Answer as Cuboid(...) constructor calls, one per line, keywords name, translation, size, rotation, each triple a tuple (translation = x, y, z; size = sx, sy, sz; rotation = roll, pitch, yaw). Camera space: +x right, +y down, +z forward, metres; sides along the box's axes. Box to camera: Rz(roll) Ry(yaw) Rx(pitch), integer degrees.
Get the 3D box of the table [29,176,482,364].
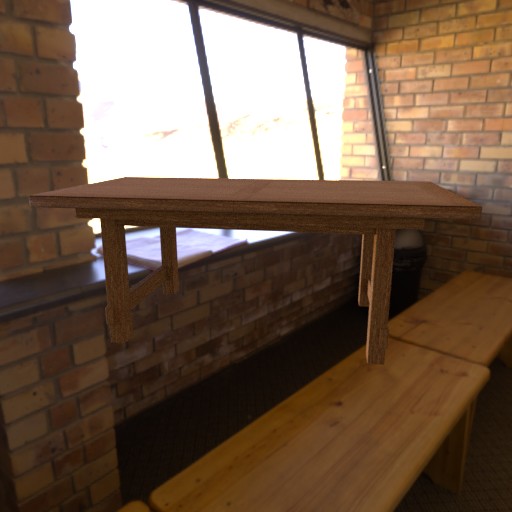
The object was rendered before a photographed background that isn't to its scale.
Cuboid(name="table", translation=(0.000, 0.000, 2.478), size=(1.982, 0.762, 1.000), rotation=(3, 15, 9))
